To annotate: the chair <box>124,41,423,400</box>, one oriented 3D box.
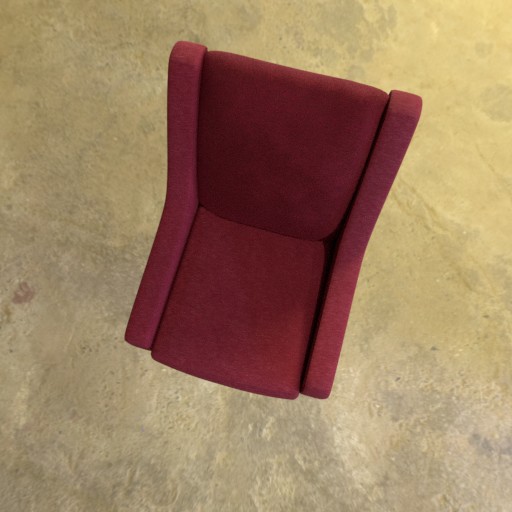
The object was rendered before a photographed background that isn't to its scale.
[{"bbox_3d":[0.000,0.000,1.697,0.793,1.017,0.985,15,75,4],"label":"chair"}]
